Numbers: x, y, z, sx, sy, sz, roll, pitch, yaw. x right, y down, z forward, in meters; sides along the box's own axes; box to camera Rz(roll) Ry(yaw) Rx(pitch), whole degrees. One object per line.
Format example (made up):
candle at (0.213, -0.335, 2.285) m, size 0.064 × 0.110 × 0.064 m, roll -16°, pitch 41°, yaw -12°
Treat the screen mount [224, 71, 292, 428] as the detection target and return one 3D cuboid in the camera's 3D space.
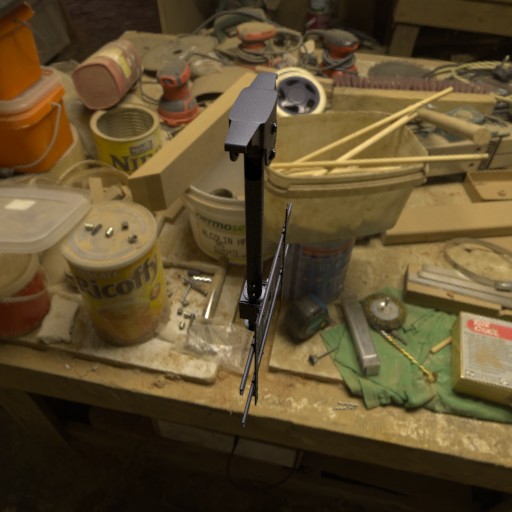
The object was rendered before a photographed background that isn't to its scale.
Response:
screen mount at (0.000, 0.000, 1.052) m, size 0.090 × 0.775 × 0.595 m, roll 10°, pitch 48°, yaw 9°
